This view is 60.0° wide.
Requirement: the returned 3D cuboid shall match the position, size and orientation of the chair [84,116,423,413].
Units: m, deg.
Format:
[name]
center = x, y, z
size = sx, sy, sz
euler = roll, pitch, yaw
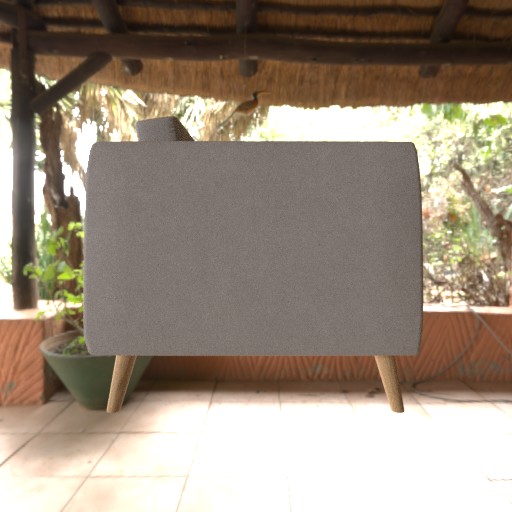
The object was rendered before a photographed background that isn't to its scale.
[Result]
[chair]
center = 0.000, 0.000, 1.672
size = 0.930, 0.860, 1.000
euler = 0, 1, 0
